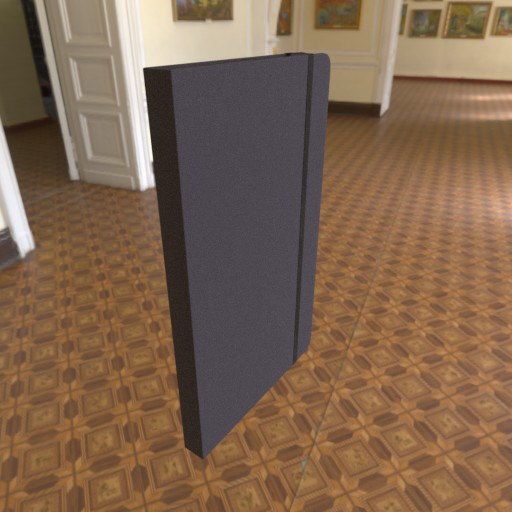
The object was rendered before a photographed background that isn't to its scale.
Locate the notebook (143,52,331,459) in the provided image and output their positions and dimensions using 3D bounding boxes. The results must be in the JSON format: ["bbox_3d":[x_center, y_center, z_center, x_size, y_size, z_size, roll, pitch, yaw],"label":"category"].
[{"bbox_3d":[0.000,0.000,0.260,0.016,0.213,0.127,19,33,31],"label":"notebook"}]
